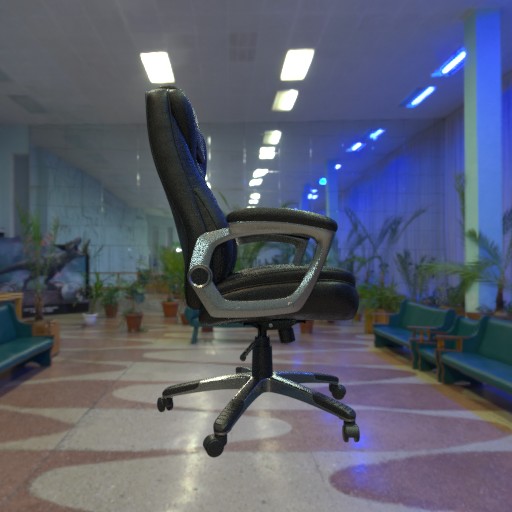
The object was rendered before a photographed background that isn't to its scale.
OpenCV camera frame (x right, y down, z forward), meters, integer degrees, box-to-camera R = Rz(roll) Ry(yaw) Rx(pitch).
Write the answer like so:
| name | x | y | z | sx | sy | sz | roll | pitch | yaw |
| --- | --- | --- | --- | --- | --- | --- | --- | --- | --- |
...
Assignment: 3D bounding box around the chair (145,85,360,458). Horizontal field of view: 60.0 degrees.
| name | x | y | z | sx | sy | sz | roll | pitch | yaw |
| --- | --- | --- | --- | --- | --- | --- | --- | --- | --- |
| chair | 0.000 | 0.000 | 1.521 | 0.689 | 1.075 | 0.697 | 0 | 0 | -1 |
